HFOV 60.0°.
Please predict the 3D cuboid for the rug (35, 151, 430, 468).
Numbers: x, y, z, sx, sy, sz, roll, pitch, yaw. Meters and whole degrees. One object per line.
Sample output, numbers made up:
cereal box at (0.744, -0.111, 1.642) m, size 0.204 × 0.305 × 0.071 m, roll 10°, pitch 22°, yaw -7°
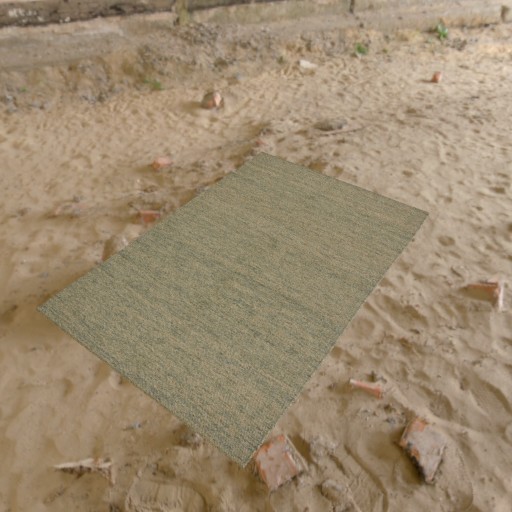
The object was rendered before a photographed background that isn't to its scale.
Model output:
rug at (0.000, 0.000, 2.946) m, size 1.547 × 0.013 × 2.283 m, roll 26°, pitch 49°, yaw 26°
